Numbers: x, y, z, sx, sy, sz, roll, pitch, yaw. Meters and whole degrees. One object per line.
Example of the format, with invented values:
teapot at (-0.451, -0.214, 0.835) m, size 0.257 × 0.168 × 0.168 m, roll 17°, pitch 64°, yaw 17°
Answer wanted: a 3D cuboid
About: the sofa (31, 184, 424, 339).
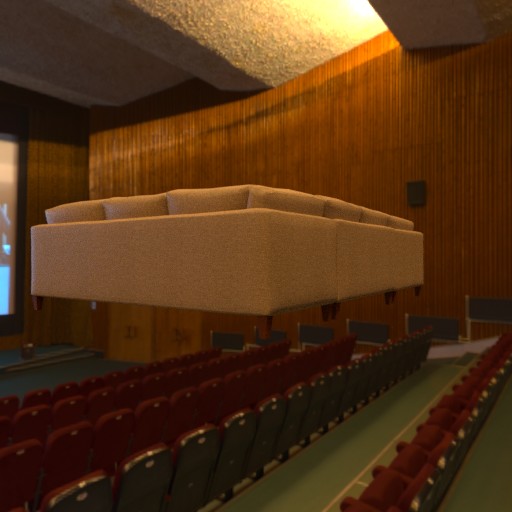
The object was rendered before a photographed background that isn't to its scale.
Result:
sofa at (0.000, 0.000, 4.646) m, size 2.594 × 0.961 × 3.460 m, roll 0°, pitch 0°, yaw 35°
